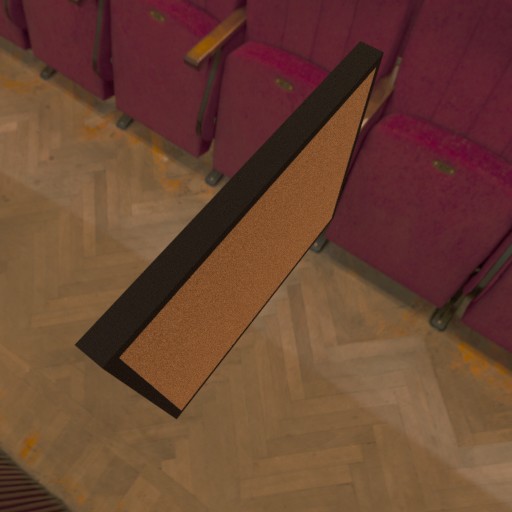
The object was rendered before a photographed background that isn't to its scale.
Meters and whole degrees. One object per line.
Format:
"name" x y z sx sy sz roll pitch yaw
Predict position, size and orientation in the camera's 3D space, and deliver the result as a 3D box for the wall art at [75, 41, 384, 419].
"wall art" 0.000 0.000 0.529 0.028 0.325 0.397 34 69 15
